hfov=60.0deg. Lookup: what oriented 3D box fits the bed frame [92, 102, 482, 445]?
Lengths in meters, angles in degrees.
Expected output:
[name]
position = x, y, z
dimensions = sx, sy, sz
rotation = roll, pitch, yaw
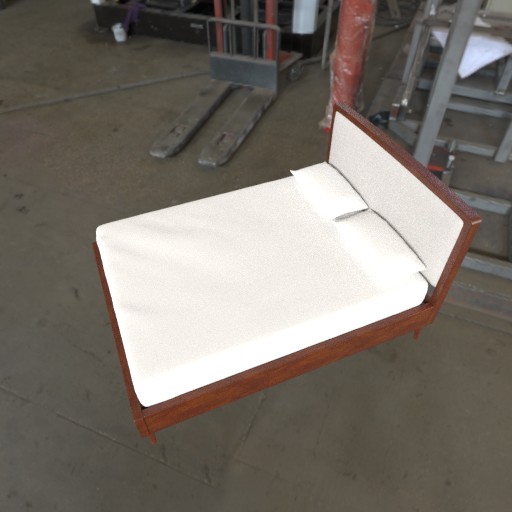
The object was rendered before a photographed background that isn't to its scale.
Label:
[bed frame]
position = 0.000, 0.000, 3.203
dimensions = 2.171, 1.279, 1.587
rotation = -17, 48, -16
